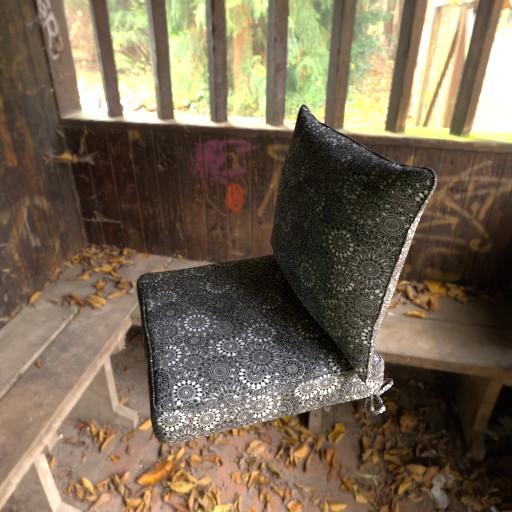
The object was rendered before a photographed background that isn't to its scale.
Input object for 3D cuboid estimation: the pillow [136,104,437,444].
[{"bbox_3d":[0.000,0.000,1.343,0.740,0.722,0.798,-8,31,-14],"label":"pillow"}]
